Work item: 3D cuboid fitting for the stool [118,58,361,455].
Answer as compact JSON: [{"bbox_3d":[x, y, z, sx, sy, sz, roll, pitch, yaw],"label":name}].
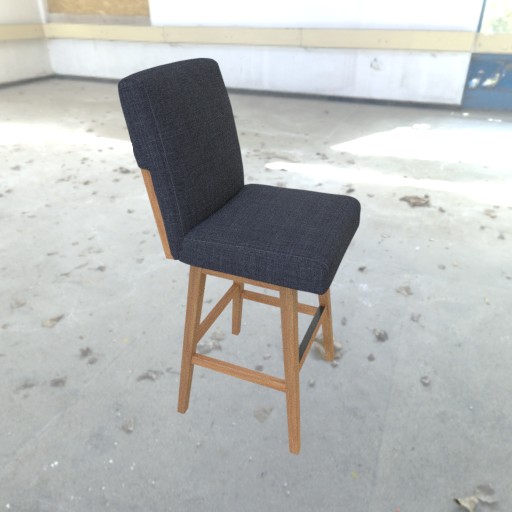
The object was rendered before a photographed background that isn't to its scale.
[{"bbox_3d":[0.000,0.000,1.409,0.570,1.112,0.483,12,33,19],"label":"stool"}]
